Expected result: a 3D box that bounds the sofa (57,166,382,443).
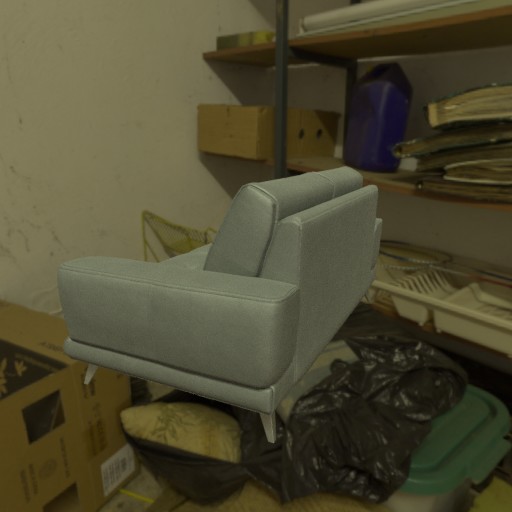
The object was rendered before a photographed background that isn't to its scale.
[{"bbox_3d":[0.000,0.000,2.388,1.018,0.907,1.806,7,16,25],"label":"sofa"}]
